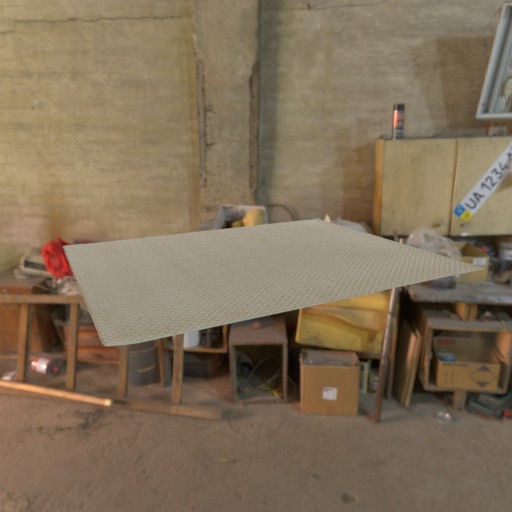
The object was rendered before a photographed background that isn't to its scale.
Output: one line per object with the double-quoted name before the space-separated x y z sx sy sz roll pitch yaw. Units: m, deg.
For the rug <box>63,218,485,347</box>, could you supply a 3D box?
"rug" 0.000 0.000 3.819 2.897 0.035 2.277 -8 18 -27
